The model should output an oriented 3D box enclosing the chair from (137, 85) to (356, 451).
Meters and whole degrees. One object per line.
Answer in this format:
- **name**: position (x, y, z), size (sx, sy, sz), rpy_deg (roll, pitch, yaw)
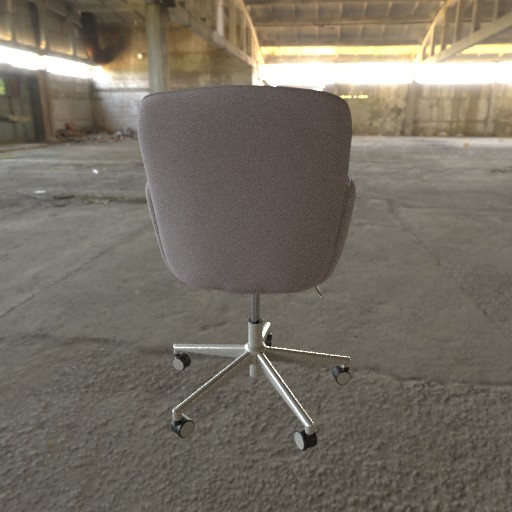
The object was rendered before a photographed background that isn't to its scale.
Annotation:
- **chair**: position (0.000, 0.000, 1.383), size (0.648, 0.959, 0.654), rpy_deg (3, 18, 8)
